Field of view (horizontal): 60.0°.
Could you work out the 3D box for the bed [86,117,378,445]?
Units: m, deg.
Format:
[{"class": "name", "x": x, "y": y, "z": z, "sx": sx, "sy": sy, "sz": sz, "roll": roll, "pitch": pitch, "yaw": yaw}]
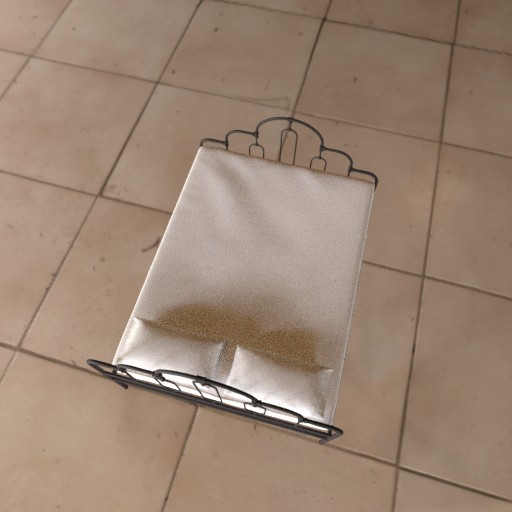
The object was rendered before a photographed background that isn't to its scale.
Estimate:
[{"class": "bed", "x": 0.000, "y": 0.000, "z": 3.285, "sx": 1.640, "sy": 1.429, "sz": 2.163, "roll": 13, "pitch": 65, "yaw": 7}]
